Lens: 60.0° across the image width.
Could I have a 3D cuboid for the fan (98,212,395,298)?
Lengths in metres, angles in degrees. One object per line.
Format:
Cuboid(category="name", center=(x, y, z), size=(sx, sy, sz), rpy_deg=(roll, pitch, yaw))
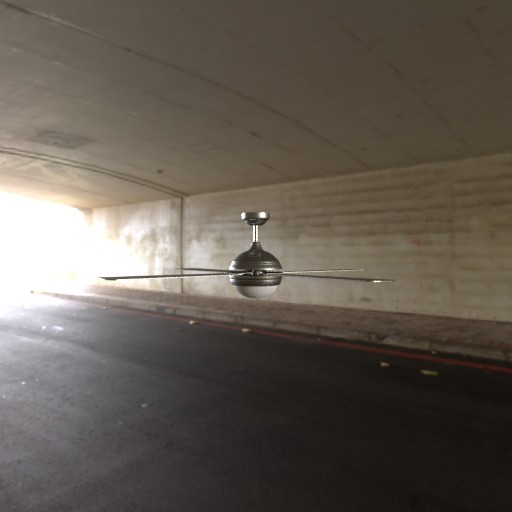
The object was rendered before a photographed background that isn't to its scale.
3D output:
Cuboid(category="fan", center=(0.000, 0.000, 1.990), size=(1.321, 0.381, 1.321), rpy_deg=(0, 1, -17))
